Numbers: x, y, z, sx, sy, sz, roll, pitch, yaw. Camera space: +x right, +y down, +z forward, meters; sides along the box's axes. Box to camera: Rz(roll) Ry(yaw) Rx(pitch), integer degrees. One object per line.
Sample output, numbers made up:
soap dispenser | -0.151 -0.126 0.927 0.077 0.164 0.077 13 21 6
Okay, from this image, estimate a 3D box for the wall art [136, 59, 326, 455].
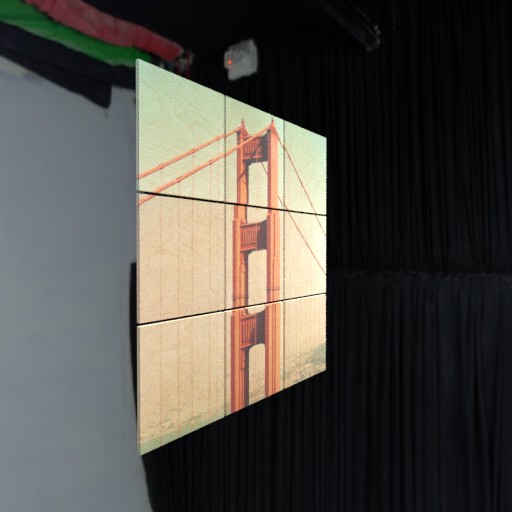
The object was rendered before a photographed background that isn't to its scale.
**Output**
wall art | 0.000 0.000 1.850 0.013 1.219 1.214 1 1 37
